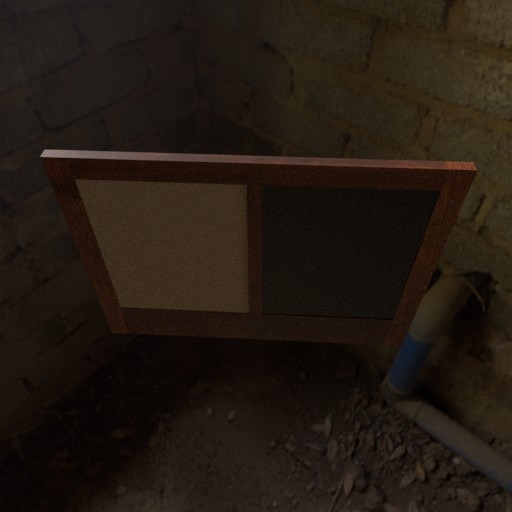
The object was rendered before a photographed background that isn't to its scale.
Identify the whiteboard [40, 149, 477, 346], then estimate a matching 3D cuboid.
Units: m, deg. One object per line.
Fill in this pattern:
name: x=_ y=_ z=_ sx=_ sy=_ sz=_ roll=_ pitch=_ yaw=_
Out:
whiteboard: x=0.000 y=0.000 z=1.005 sx=0.768 sy=0.553 sz=0.083 roll=2 pitch=46 yaw=2
